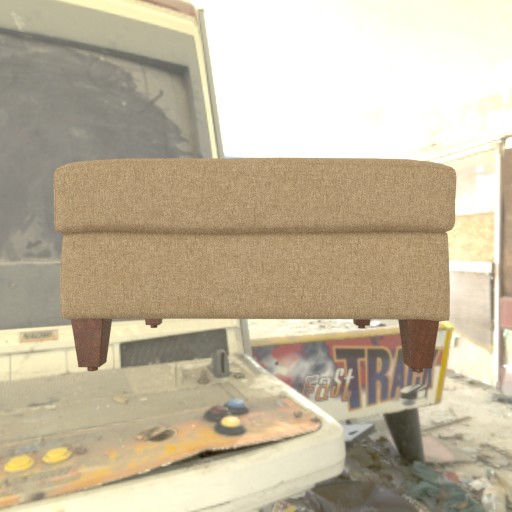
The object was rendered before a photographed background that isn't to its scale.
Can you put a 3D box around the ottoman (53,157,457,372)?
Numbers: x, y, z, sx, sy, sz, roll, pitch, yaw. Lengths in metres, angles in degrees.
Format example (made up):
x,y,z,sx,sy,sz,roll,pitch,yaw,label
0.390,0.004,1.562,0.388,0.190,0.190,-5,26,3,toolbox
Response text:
x,y,z,sx,sy,sz,roll,pitch,yaw,label
0.000,0.000,1.276,0.889,0.511,0.692,0,1,1,ottoman
